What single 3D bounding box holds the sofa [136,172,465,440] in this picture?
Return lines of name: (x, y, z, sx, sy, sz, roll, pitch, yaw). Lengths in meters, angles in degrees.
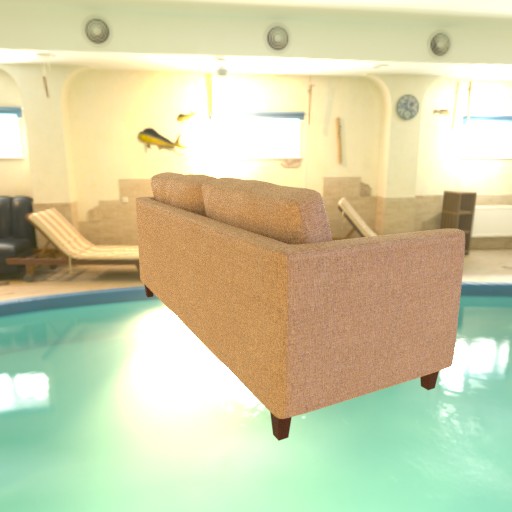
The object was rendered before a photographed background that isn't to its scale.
sofa: (0.000, 0.000, 2.678, 0.951, 0.965, 2.208, -7, 14, -27)
